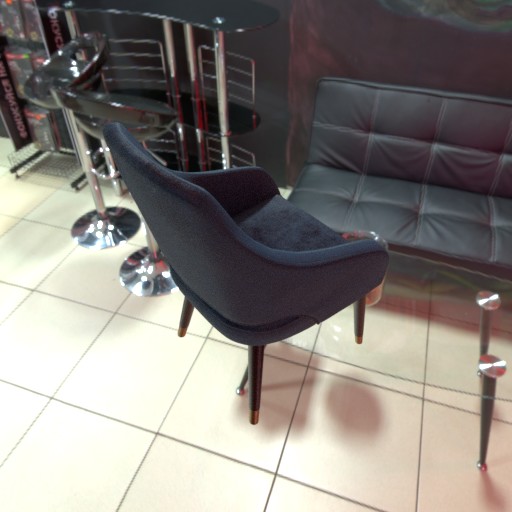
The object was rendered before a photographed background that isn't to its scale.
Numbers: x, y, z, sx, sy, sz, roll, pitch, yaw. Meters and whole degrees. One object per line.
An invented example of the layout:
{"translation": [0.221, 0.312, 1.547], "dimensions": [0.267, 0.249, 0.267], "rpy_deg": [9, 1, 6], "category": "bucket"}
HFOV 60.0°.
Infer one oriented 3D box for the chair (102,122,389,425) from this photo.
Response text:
{"translation": [0.000, 0.000, 1.607], "dimensions": [0.794, 1.081, 0.683], "rpy_deg": [-28, 49, -28], "category": "chair"}
